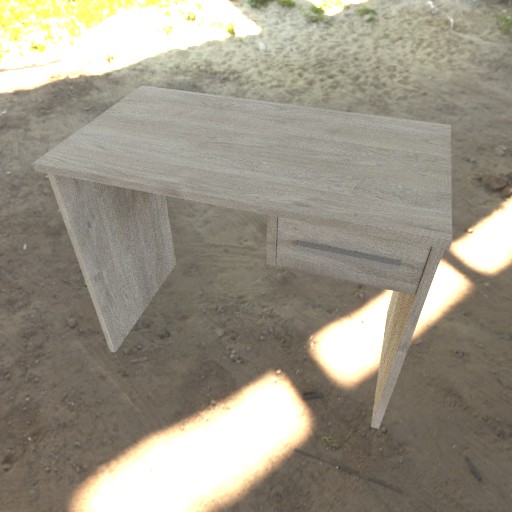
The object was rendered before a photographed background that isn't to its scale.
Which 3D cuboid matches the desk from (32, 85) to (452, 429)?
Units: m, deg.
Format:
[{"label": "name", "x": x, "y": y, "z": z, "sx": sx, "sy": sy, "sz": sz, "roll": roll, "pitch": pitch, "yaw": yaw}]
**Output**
[{"label": "desk", "x": 0.000, "y": 0.000, "z": 1.305, "sx": 0.893, "sy": 0.724, "sz": 0.498, "roll": 12, "pitch": 43, "yaw": 13}]
